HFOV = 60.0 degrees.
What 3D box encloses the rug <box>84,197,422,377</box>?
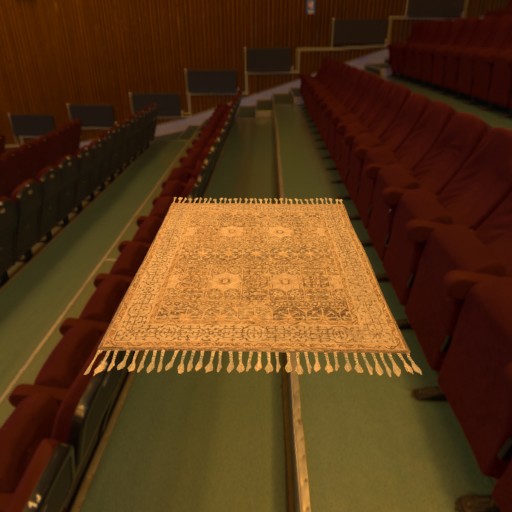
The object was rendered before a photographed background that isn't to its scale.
[{"bbox_3d":[0.000,0.000,3.181,1.619,0.023,2.465,0,28,1],"label":"rug"}]
